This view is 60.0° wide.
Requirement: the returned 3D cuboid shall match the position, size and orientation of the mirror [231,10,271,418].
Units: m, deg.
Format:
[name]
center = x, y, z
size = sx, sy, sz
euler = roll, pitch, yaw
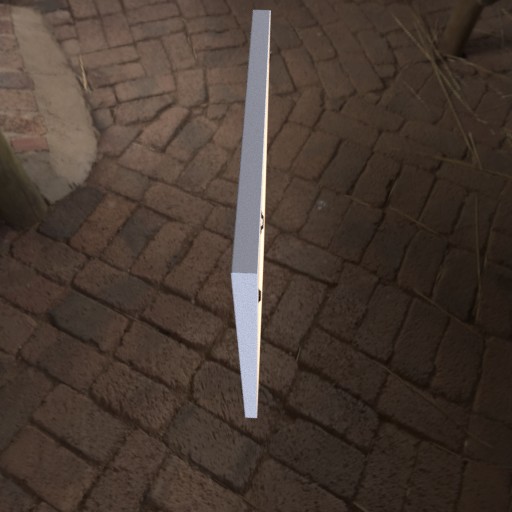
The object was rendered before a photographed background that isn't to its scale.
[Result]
[mirror]
center = 0.000, 0.000, 1.129
size = 0.041, 0.914, 0.609
euler = 2, 59, 1
